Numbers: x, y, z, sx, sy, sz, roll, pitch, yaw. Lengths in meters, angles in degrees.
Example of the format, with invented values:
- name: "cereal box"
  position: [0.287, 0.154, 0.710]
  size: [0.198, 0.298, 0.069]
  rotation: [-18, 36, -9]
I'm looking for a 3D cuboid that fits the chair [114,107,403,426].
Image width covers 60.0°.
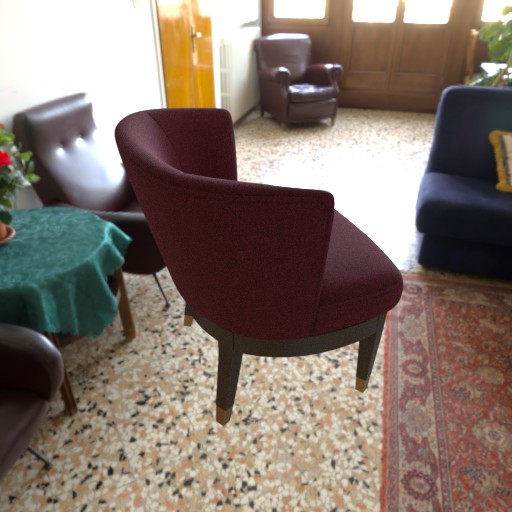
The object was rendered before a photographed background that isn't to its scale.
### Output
- name: "chair"
  position: [0.000, 0.000, 1.269]
  size: [0.660, 0.760, 0.700]
  rotation: [-11, 33, -17]
